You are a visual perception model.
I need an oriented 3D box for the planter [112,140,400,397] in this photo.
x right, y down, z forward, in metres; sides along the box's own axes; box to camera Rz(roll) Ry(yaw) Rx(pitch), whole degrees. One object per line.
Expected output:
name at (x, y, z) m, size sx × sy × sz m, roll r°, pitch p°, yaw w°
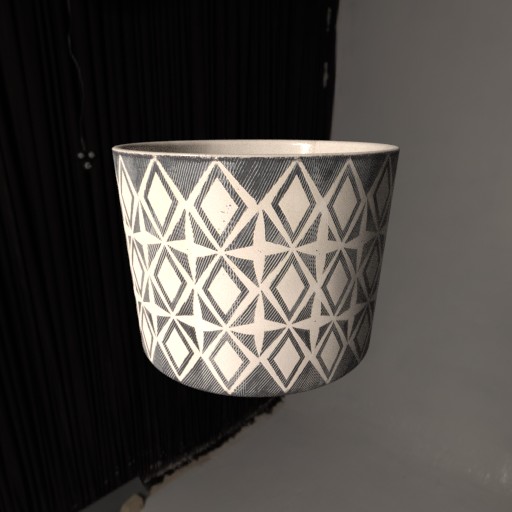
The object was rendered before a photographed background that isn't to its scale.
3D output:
planter at (0.000, 0.000, 0.451) m, size 0.260 × 0.220 × 0.260 m, roll 0°, pitch 17°, yaw 0°
